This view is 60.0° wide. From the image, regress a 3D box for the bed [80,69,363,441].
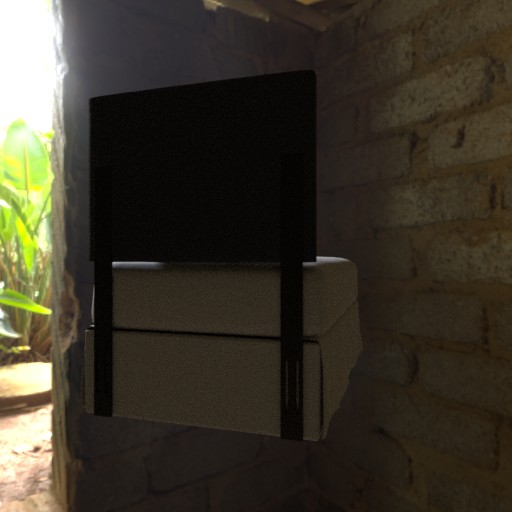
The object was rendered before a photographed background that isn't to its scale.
[{"bbox_3d":[0.000,0.000,2.955,1.261,1.571,1.997,0,0,17],"label":"bed"}]
